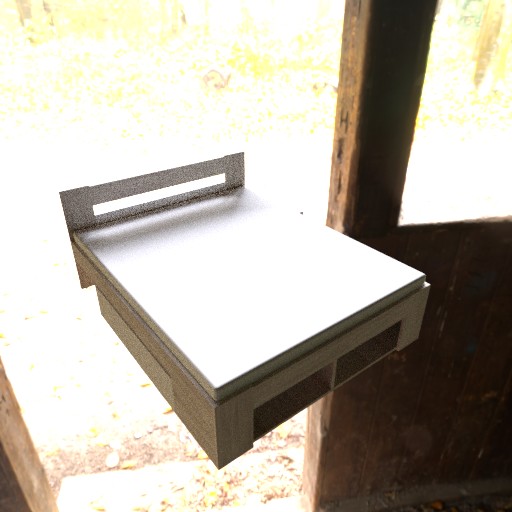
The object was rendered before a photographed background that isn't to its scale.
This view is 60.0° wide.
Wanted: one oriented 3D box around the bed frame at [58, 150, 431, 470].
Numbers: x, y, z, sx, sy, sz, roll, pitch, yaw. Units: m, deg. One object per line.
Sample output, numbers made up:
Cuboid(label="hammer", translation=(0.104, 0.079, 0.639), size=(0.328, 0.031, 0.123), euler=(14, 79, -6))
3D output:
Cuboid(label="bed frame", translation=(0.000, 0.000, 3.254), size=(2.040, 0.860, 2.050), euler=(-21, 36, -32))
